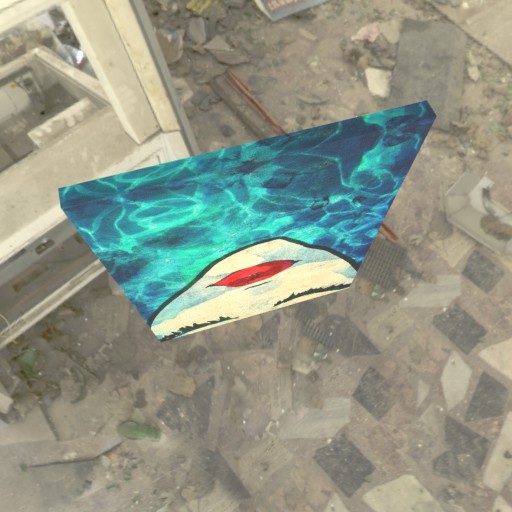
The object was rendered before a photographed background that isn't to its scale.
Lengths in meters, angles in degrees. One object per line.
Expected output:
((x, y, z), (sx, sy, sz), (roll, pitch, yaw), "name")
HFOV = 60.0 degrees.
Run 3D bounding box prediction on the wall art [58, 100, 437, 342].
((0.000, 0.000, 1.038), (0.609, 0.760, 0.038), (-15, 65, -7), "wall art")
